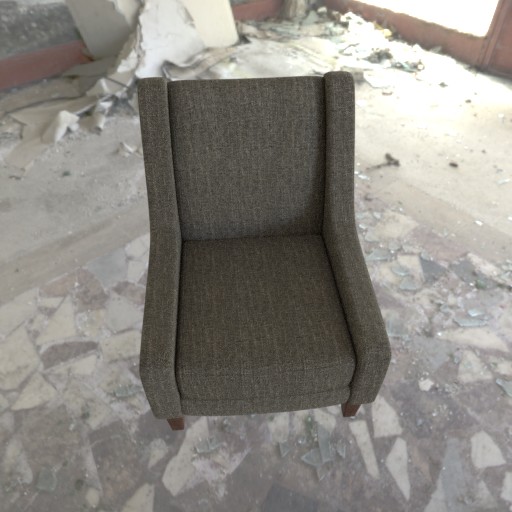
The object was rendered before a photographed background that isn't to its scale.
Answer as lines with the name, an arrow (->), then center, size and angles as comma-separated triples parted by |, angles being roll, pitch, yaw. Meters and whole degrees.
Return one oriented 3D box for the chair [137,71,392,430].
chair -> 0.000, 0.000, 1.657 | 0.793, 1.012, 0.944 | -3, 45, -3
